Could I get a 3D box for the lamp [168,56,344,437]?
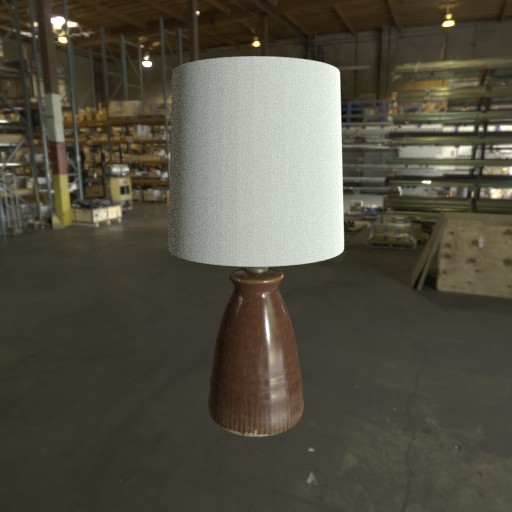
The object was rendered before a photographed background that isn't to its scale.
[{"bbox_3d":[0.000,0.000,0.480,0.186,0.369,0.186,0,13,0],"label":"lamp"}]
